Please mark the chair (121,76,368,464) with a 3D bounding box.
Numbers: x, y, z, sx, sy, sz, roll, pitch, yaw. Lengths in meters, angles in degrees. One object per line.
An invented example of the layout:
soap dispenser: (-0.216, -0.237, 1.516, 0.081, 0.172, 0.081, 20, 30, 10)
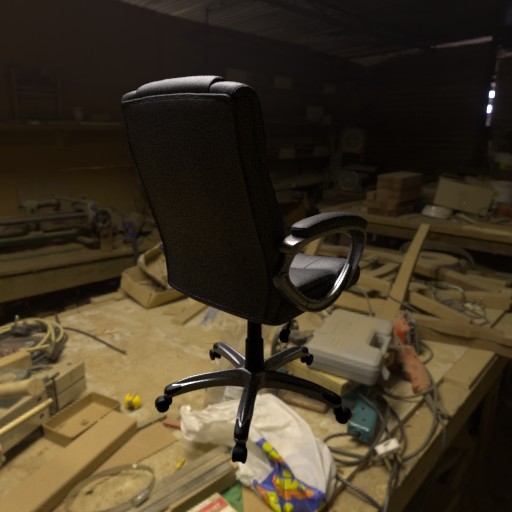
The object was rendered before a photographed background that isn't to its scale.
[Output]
chair: (0.000, 0.000, 1.569, 0.721, 1.130, 0.719, 14, 21, 41)
